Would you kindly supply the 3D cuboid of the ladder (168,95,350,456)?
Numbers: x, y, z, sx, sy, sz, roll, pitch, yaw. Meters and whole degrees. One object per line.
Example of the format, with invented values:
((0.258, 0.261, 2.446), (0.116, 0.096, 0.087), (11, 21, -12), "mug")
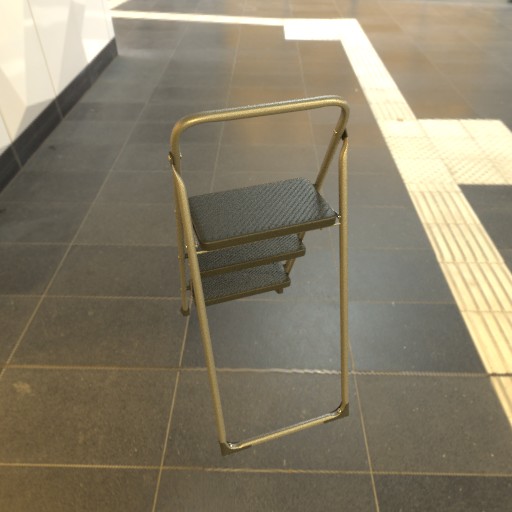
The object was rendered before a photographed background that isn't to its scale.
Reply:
((0.000, 0.000, 1.275), (0.430, 0.945, 0.629), (-12, 42, -14), "ladder")
